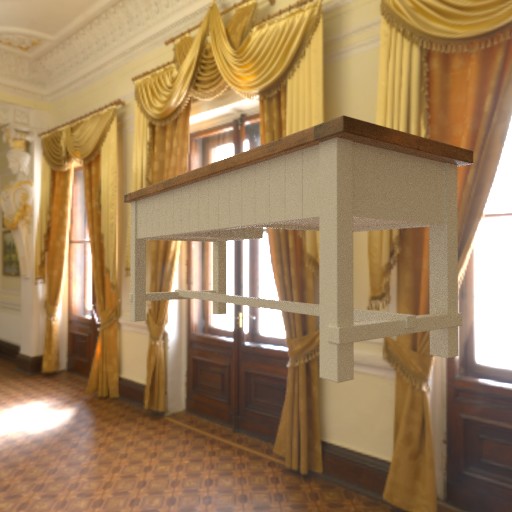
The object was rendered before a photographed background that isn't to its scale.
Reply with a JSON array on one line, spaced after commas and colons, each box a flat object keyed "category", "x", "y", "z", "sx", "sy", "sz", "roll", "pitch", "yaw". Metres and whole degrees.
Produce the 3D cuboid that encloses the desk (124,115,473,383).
[{"category": "desk", "x": 0.000, "y": 0.000, "z": 2.170, "sx": 0.688, "sy": 0.762, "sz": 1.803, "roll": 1, "pitch": -1, "yaw": -36}]
